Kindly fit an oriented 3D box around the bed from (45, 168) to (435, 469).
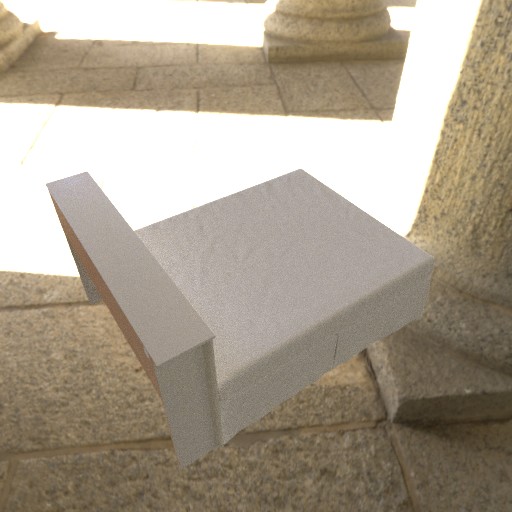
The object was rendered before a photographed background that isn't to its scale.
[{"bbox_3d":[0.000,0.000,3.133,2.133,1.092,1.671,-25,47,-25],"label":"bed"}]
